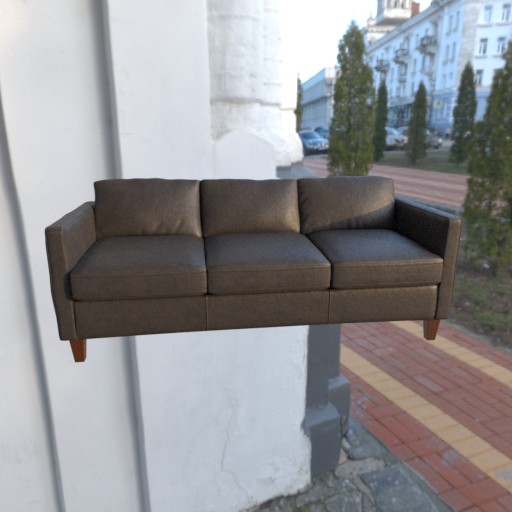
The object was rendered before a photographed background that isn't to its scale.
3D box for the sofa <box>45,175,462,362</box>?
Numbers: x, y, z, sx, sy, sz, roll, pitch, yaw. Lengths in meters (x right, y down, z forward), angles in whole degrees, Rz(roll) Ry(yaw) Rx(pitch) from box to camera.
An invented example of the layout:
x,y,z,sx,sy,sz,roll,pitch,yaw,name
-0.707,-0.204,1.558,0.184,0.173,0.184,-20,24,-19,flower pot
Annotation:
x,y,z,sx,sy,sz,roll,pitch,yaw,name
0.000,0.000,3.056,2.464,1.006,1.045,-2,16,-7,sofa
